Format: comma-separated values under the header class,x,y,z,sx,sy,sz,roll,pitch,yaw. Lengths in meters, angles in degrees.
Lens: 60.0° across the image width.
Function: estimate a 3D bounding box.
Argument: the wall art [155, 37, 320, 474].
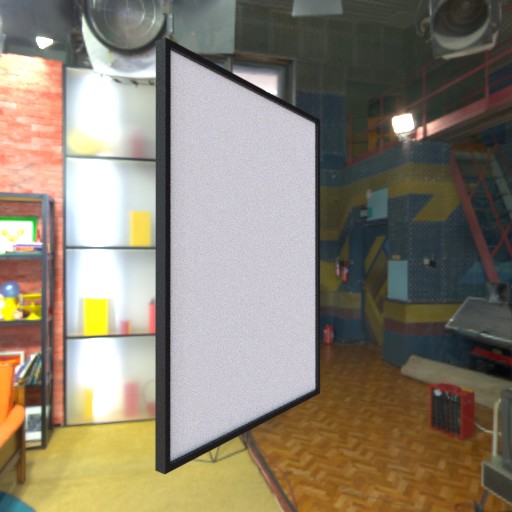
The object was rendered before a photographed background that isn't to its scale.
class,x,y,z,sx,sy,sz,roll,pitch,yaw
wall art,0.000,0.000,1.418,0.036,1.070,0.802,0,0,36
